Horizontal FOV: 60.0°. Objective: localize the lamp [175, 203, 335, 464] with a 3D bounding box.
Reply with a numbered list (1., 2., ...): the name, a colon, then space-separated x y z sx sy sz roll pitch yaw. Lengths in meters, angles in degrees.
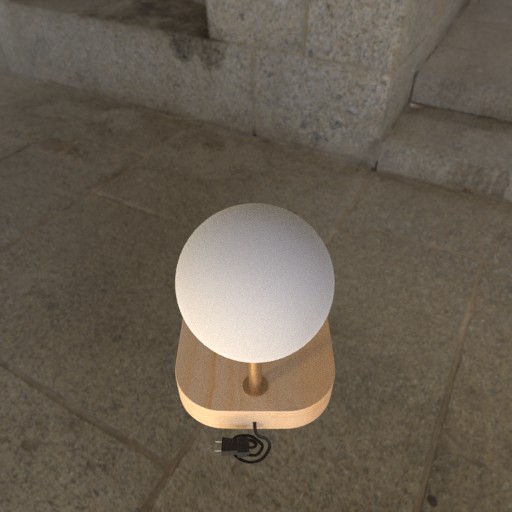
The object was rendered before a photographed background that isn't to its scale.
1. lamp: 0.000 0.000 0.473 0.173 0.253 0.331 0 42 0
